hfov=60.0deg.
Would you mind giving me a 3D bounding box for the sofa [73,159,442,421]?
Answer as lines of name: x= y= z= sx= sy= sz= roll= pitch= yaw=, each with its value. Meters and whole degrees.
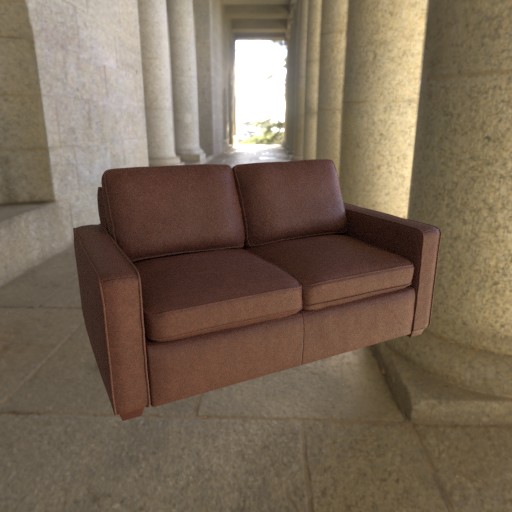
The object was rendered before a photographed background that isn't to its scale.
sofa: x=0.000 y=0.000 z=2.328 sx=1.709 sy=0.918 sz=0.947 roll=-9 pitch=19 yaw=-26
